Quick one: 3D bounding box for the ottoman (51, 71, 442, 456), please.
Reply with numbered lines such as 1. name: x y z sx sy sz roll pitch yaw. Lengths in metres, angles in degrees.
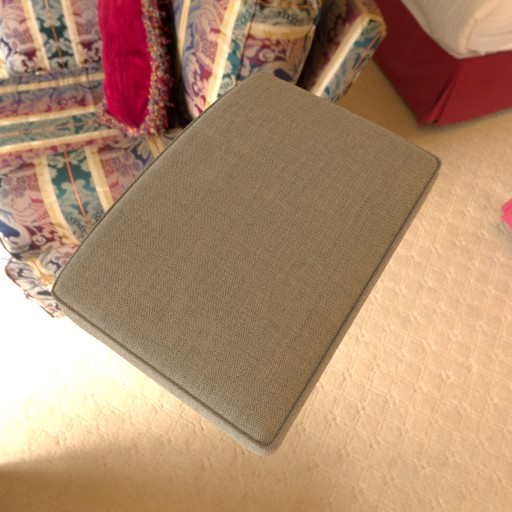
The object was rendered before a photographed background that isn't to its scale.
1. ottoman: 0.000 0.000 1.081 0.555 0.458 0.750 31 67 15
